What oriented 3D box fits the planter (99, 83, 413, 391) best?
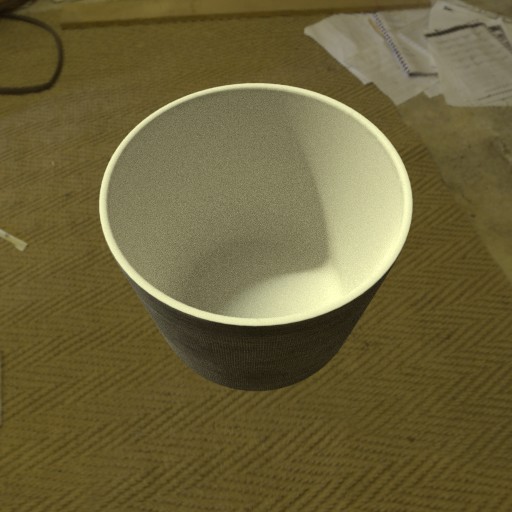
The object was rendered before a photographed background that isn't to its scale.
[{"bbox_3d":[0.000,0.000,0.799,0.440,0.398,0.440,0,58,0],"label":"planter"}]
